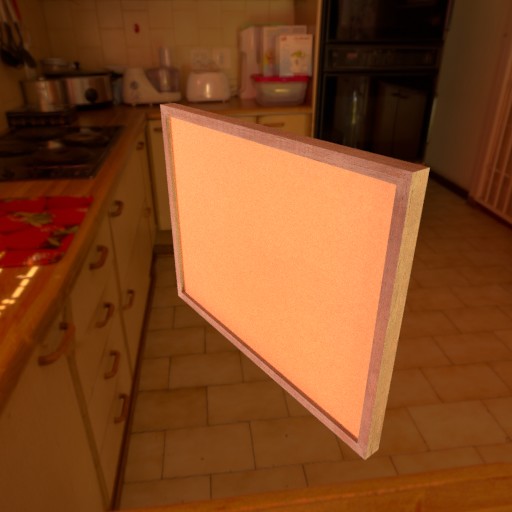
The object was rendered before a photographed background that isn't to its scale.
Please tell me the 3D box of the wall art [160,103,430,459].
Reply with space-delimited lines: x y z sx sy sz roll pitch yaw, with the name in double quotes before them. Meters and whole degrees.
"wall art" 0.000 0.000 1.770 0.070 1.009 1.320 -19 33 -33
